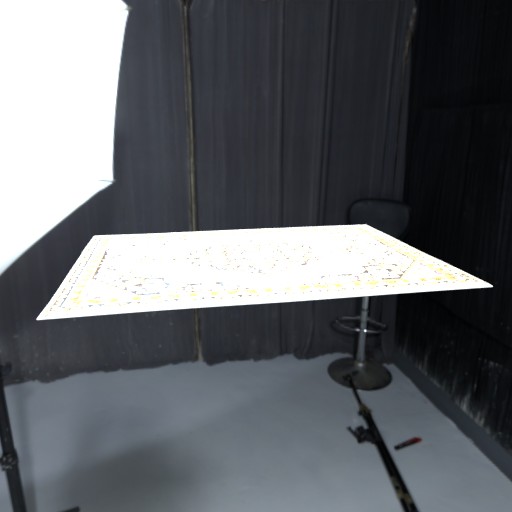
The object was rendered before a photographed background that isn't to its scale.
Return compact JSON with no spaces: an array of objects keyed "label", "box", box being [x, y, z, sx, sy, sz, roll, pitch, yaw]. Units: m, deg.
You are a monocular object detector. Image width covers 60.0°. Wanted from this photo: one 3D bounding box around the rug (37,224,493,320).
[{"label":"rug","box":[0.000,0.000,3.710,2.901,0.026,2.043,-3,16,-10]}]
